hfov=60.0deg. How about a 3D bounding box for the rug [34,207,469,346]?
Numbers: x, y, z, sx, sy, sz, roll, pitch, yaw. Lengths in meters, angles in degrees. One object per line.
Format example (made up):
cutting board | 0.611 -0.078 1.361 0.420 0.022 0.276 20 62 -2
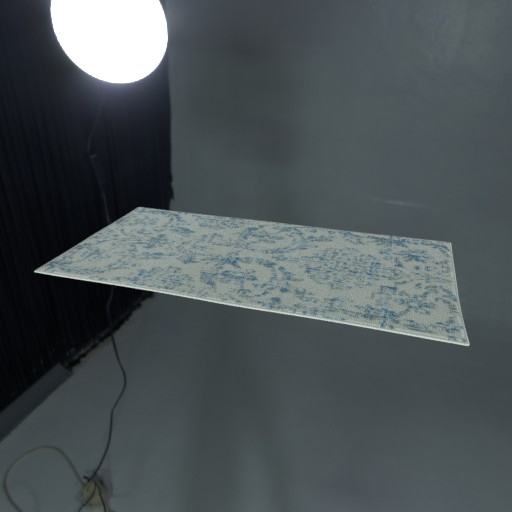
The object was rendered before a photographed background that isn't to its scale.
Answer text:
rug | 0.000 0.000 1.434 1.220 0.007 0.605 8 27 16
